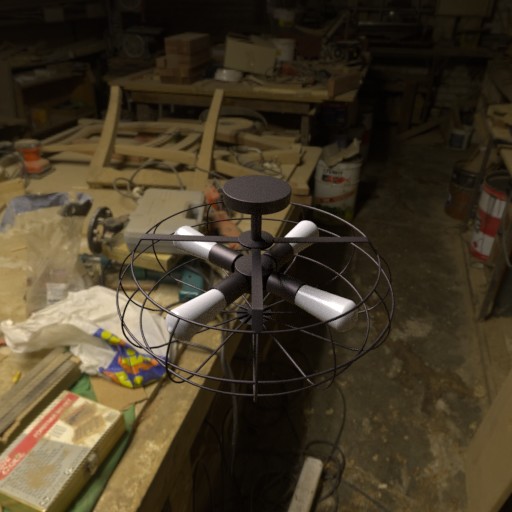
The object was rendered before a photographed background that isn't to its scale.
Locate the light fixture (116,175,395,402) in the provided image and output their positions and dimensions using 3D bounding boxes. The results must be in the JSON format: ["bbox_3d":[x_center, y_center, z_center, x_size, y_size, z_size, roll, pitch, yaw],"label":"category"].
[{"bbox_3d":[0.000,0.000,0.927,0.582,0.311,0.582,0,32,0],"label":"light fixture"}]
